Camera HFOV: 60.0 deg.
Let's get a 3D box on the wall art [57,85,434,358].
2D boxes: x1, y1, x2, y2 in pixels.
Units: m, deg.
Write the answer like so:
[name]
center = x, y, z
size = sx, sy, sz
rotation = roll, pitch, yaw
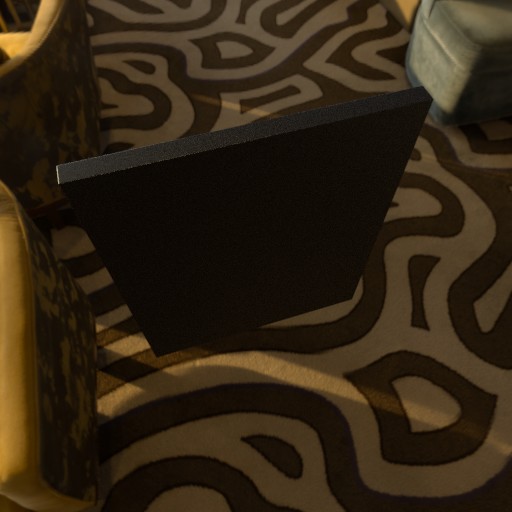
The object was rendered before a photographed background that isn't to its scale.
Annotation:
[wall art]
center = 0.000, 0.000, 0.759
size = 0.457, 0.557, 0.028
rotation = -15, 59, -9
